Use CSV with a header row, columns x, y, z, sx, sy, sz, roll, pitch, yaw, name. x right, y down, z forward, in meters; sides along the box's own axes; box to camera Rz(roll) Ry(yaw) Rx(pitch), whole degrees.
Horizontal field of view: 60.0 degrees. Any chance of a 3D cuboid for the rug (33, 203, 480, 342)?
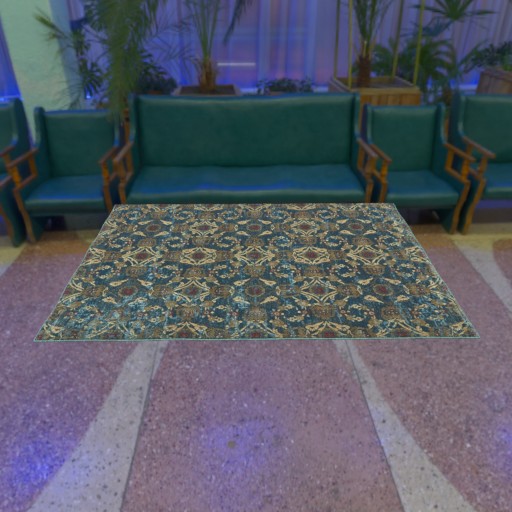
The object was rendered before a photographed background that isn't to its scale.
x,y,z,sx,sy,sz,roll,pitch,yaw,name
0.000,0.000,2.850,2.207,0.014,1.567,0,32,-1,rug
